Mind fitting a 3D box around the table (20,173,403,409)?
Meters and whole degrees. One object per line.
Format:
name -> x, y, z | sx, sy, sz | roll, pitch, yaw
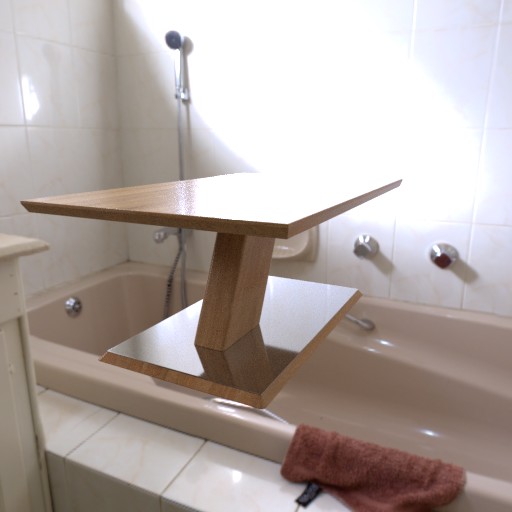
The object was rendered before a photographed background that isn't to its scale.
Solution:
table -> 0.000, 0.000, 1.425 | 0.692, 0.441, 1.100 | 7, 16, 26
